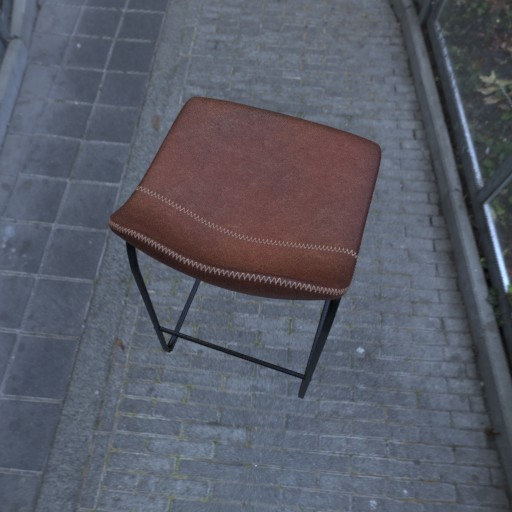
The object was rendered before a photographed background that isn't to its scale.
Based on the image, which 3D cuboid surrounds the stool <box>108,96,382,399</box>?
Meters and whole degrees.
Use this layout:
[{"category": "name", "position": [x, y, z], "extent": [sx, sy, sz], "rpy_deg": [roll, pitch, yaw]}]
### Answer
[{"category": "stool", "position": [0.000, 0.000, 1.094], "extent": [0.454, 0.830, 0.473], "rpy_deg": [17, 66, 8]}]
